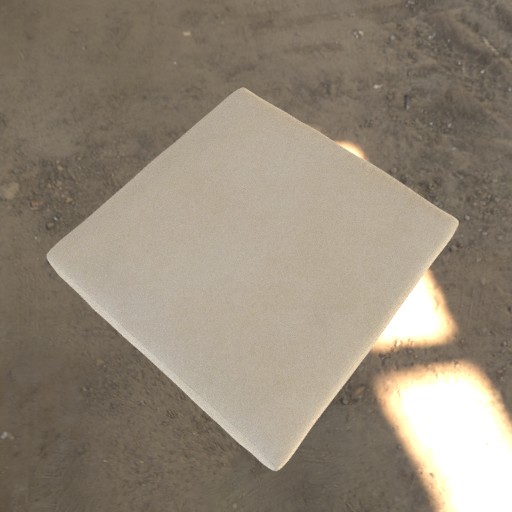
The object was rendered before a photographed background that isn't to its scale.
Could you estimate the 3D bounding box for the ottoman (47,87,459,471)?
[{"bbox_3d":[0.000,0.000,1.891,1.190,0.522,1.205,37,69,16],"label":"ottoman"}]
